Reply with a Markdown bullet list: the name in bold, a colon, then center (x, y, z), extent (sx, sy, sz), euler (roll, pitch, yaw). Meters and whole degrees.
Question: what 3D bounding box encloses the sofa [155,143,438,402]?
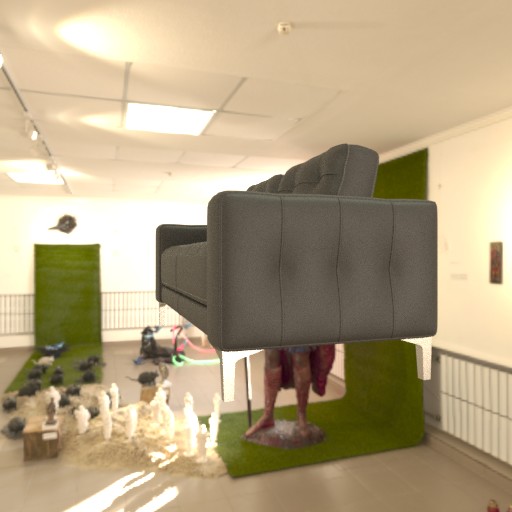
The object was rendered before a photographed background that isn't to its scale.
- **sofa**: center (0.000, 0.000, 2.254), extent (0.833, 0.893, 1.726), euler (0, 0, -19)
